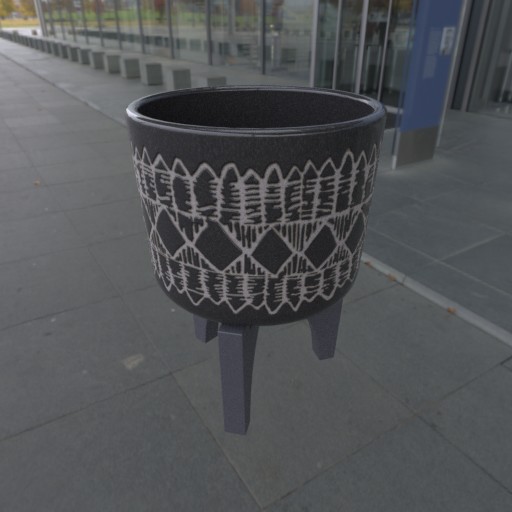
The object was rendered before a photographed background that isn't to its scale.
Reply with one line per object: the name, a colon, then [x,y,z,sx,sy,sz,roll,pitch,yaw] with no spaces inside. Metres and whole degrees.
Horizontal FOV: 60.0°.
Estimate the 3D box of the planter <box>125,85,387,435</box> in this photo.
planter: [0.000,0.000,0.266,0.129,0.177,0.129,0,28,0]
